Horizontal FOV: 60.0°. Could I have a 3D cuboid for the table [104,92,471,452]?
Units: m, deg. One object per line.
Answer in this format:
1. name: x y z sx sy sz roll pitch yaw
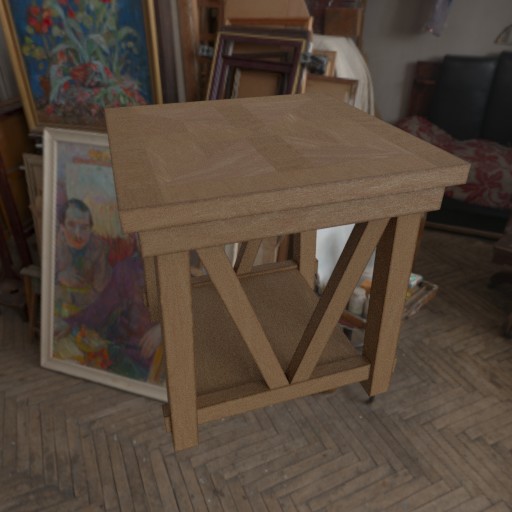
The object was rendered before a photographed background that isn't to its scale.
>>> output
1. table: 0.000 0.000 1.128 0.612 0.638 0.610 -10 34 -15
